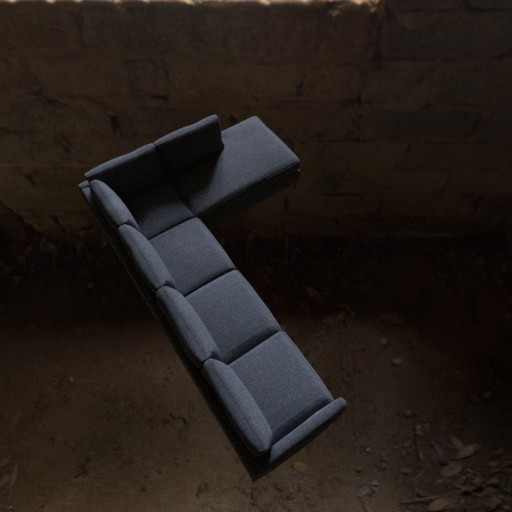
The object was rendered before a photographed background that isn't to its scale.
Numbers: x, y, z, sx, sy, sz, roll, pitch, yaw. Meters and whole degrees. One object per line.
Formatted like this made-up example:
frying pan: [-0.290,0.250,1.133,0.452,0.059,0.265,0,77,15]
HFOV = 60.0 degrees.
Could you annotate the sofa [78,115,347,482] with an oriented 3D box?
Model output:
sofa: [0.000,0.000,3.886,2.007,0.815,2.949,-30,64,-17]
